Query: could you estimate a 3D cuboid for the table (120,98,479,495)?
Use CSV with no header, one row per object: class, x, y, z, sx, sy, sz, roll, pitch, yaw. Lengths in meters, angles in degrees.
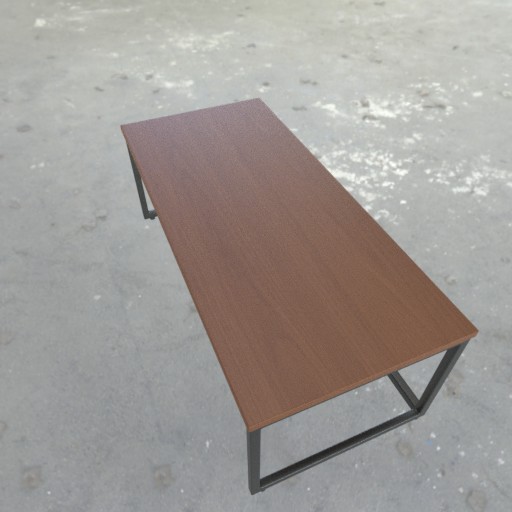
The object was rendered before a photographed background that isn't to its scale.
table,0.000,0.000,1.313,0.500,0.400,1.100,-17,48,-16
